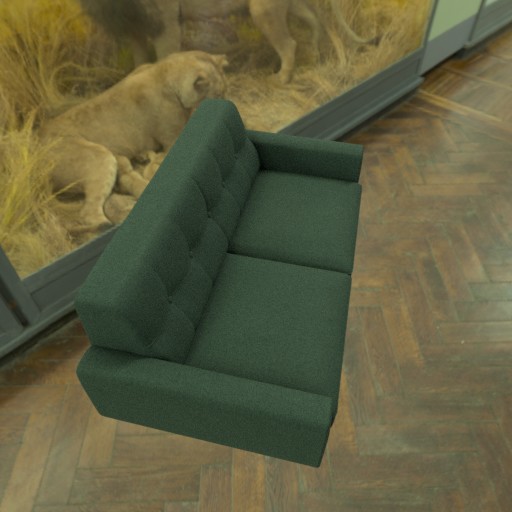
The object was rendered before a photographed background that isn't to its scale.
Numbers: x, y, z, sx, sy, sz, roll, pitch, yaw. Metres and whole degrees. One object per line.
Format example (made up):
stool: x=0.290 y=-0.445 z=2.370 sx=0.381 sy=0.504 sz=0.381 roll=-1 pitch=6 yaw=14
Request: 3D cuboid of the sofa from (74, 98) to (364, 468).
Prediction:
sofa: x=0.000 y=0.000 z=2.088 sx=0.909 sy=0.841 sz=1.631 roll=10 pitch=48 yaw=9
